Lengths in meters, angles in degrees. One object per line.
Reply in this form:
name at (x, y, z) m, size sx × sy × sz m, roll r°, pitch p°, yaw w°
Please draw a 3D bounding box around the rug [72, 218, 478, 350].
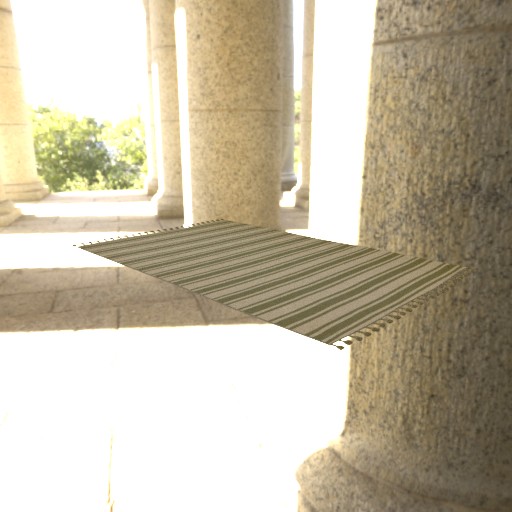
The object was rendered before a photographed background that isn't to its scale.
rug at (0.000, 0.000, 2.337) m, size 1.875 × 0.013 × 1.162 m, roll 15°, pitch 21°, yaw 43°
